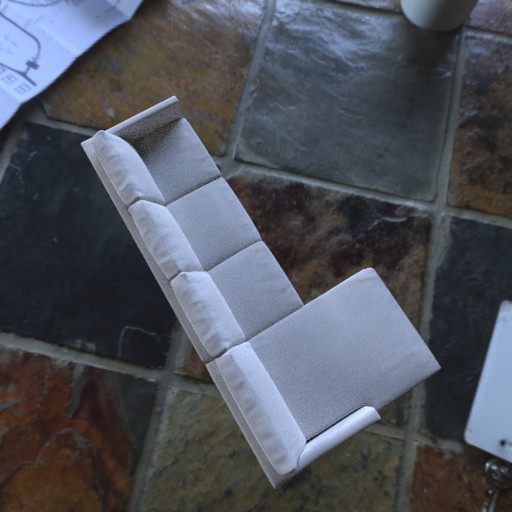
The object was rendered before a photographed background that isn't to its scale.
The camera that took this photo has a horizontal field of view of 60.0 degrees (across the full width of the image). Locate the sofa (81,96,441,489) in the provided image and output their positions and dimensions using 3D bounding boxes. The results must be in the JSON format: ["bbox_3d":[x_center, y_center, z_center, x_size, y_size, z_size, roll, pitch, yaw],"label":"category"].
[{"bbox_3d":[0.000,0.000,3.805,1.625,0.861,3.186,-30,78,-7],"label":"sofa"}]
